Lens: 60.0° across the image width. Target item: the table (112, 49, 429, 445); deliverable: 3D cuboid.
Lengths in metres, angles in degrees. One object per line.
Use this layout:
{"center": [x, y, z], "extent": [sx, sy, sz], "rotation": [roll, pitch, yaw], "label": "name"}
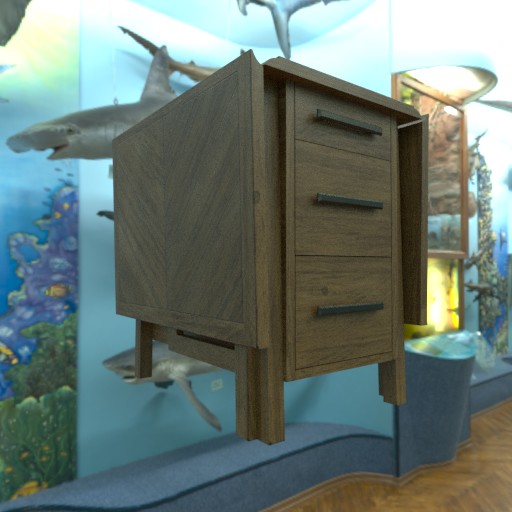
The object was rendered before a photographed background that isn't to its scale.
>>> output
{"center": [0.000, 0.000, 1.289], "extent": [0.591, 0.763, 0.746], "rotation": [1, -2, -37], "label": "table"}
